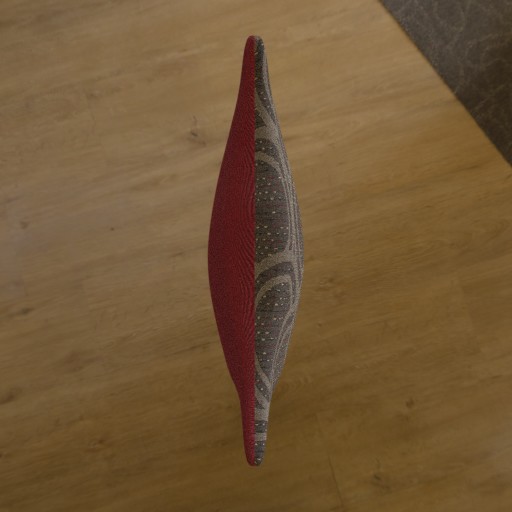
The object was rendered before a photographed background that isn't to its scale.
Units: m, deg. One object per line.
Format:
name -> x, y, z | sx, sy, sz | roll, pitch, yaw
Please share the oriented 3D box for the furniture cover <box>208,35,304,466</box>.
furniture cover -> 0.000, 0.000, 0.777 | 0.163, 0.513, 0.514 | 0, 88, 0
